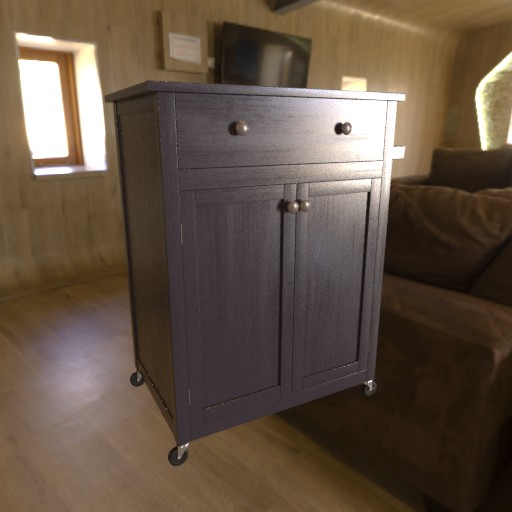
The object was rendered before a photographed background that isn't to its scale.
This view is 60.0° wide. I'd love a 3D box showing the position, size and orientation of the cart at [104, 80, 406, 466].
[{"bbox_3d":[0.000,0.000,1.279,0.690,0.878,0.449,-8,18,-27],"label":"cart"}]
